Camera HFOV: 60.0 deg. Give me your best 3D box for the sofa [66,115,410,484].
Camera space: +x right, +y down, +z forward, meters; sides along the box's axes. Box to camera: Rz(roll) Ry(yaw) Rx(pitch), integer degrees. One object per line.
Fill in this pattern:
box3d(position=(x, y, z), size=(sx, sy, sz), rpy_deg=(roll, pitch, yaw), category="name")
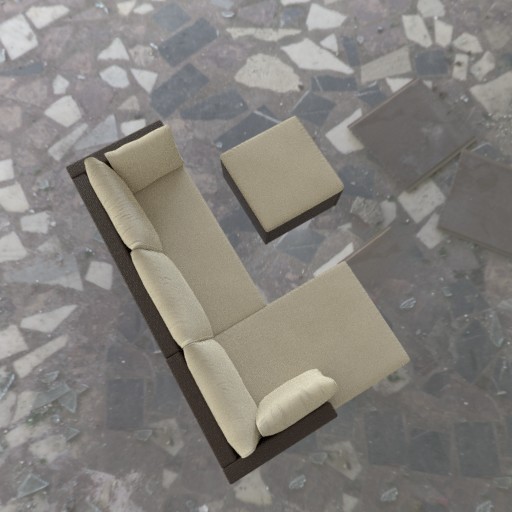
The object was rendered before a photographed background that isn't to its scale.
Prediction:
box3d(position=(0.000, 0.000, 2.986), size=(1.612, 0.766, 2.192), rpy_deg=(-30, 77, -8), category="sofa")
